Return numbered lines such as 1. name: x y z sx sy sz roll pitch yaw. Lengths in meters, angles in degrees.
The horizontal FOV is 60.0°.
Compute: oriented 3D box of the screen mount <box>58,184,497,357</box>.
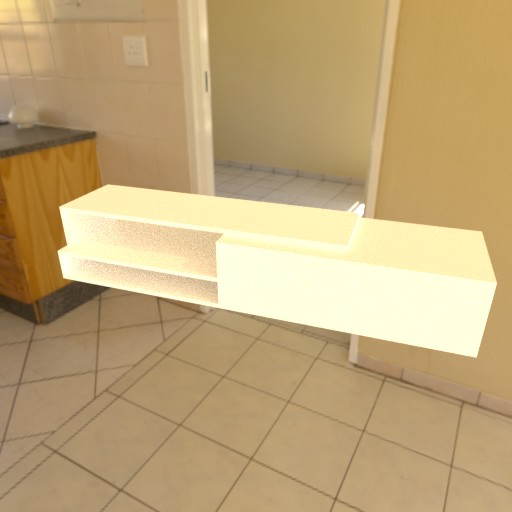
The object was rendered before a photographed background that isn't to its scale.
1. screen mount: 0.000 0.000 1.821 1.680 0.320 0.420 9 27 17
